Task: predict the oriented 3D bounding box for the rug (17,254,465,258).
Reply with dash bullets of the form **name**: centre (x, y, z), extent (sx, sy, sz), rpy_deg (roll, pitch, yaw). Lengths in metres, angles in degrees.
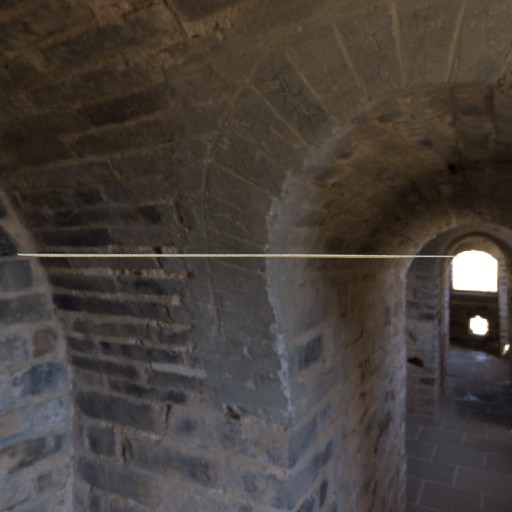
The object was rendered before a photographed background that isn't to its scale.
- **rug**: centre (0.000, 0.000, 2.542), extent (2.340, 0.013, 0.686), rpy_deg (0, -1, -18)
